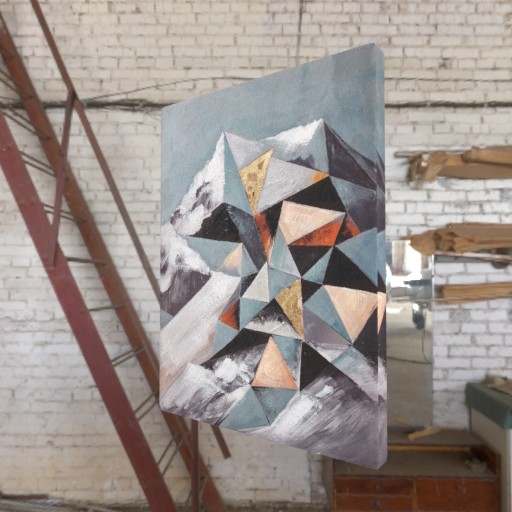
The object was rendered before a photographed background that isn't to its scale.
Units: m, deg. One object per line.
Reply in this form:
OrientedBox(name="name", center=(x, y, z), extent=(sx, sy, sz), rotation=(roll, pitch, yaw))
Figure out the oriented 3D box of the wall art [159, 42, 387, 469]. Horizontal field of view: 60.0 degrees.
OrientedBox(name="wall art", center=(0.000, 0.000, 0.781), extent=(0.455, 0.613, 0.037), rotation=(-1, -2, 36))
